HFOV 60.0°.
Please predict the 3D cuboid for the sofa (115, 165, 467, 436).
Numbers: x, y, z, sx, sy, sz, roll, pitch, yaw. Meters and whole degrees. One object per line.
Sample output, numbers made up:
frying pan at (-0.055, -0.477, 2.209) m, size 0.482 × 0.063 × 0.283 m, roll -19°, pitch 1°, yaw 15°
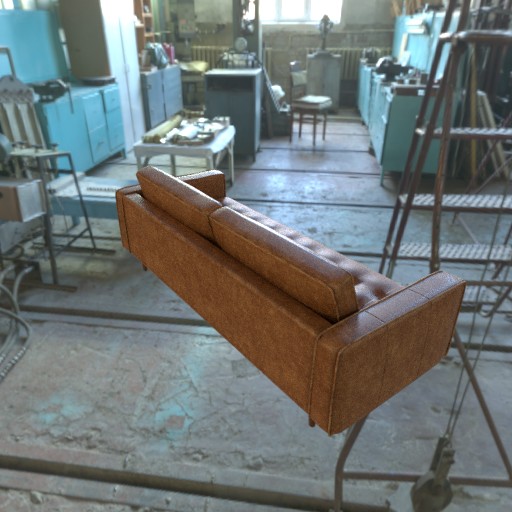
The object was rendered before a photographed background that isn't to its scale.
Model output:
sofa at (0.000, 0.000, 2.685) m, size 0.886 × 0.779 × 2.199 m, roll -20°, pitch 34°, yaw -32°
